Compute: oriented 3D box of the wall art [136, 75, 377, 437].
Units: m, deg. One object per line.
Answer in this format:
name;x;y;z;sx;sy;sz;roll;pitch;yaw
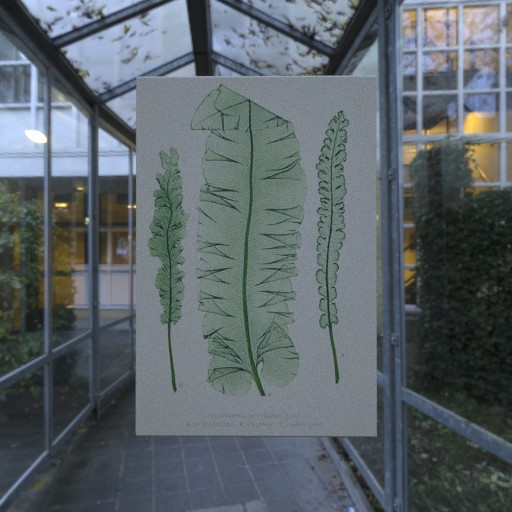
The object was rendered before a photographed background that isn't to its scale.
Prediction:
wall art;0.000;0.000;1.143;0.610;0.914;0.038;0;0;1
